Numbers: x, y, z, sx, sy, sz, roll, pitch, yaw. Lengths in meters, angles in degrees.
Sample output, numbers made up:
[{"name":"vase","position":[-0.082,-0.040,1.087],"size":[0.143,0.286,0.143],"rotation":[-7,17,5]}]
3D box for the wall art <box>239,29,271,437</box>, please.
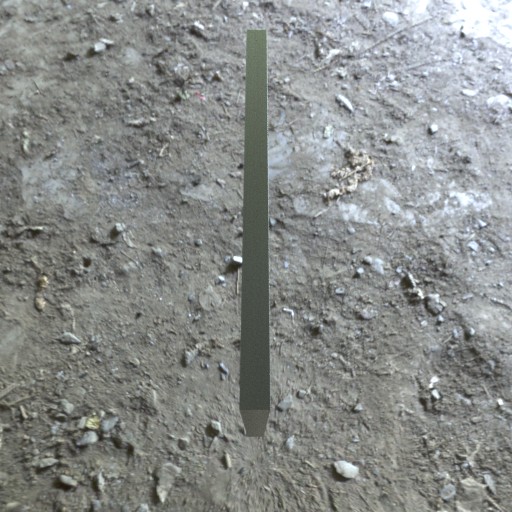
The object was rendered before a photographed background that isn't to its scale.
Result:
[{"name":"wall art","position":[0.000,0.000,0.770],"size":[0.032,0.456,0.557],"rotation":[0,65,0]}]
